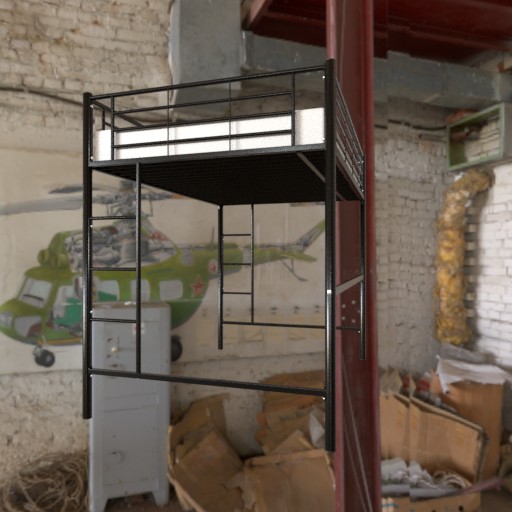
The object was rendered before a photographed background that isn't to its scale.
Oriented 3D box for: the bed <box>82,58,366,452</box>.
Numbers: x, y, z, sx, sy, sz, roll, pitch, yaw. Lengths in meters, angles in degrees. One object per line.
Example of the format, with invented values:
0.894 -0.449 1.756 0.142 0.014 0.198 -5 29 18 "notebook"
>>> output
0.000 0.000 3.178 1.397 1.803 1.994 0 0 18 "bed"
